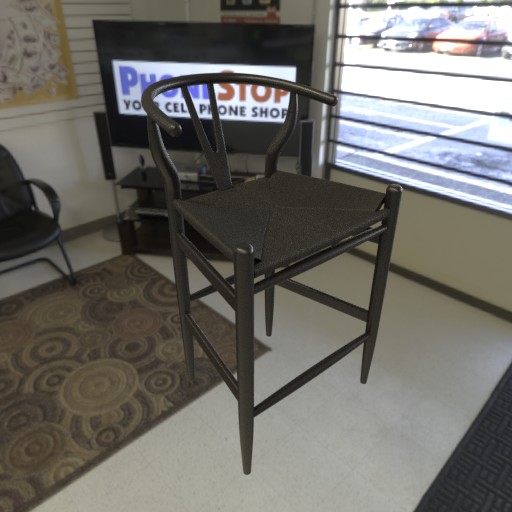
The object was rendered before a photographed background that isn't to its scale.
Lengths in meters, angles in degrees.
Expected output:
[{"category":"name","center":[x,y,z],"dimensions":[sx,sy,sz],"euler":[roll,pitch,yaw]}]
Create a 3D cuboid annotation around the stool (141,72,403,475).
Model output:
[{"category":"stool","center":[0.000,0.000,1.336],"dimensions":[0.569,0.970,0.579],"euler":[-23,37,-35]}]
